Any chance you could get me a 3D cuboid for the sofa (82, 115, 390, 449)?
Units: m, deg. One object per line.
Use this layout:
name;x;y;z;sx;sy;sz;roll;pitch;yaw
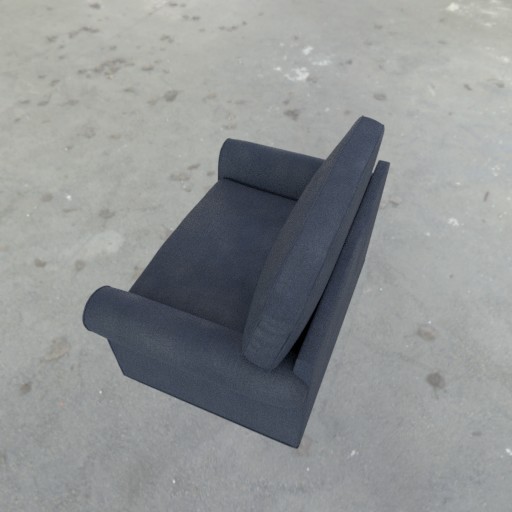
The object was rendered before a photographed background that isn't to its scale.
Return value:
sofa;0.000;0.000;2.147;0.938;1.004;1.405;17;49;16
